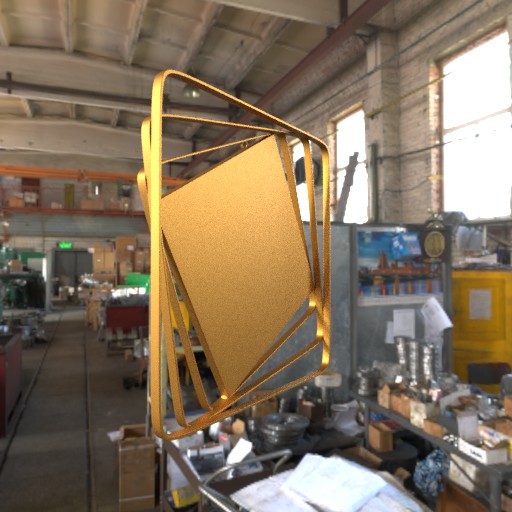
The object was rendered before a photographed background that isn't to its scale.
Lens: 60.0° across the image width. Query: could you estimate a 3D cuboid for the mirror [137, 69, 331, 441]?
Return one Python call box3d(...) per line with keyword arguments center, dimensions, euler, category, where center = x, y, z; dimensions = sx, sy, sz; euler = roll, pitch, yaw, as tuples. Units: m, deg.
box3d(center=(0.000, 0.000, 0.731), dimensions=(0.045, 0.468, 0.470), euler=(0, -1, 35), category="mirror")
